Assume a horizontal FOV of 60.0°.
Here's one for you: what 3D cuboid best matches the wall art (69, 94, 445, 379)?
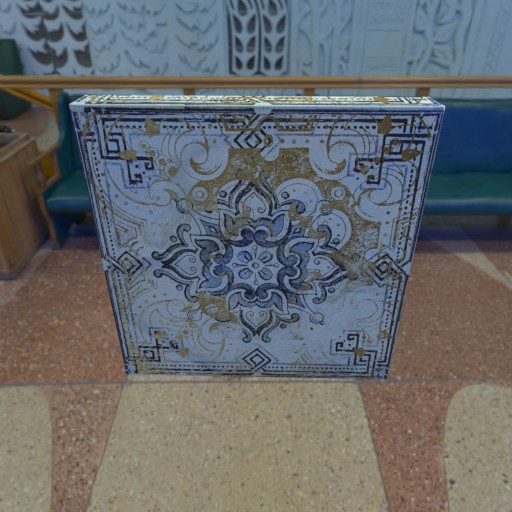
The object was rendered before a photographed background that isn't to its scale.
[{"bbox_3d":[0.000,0.000,0.450,0.302,0.306,0.038,1,31,1],"label":"wall art"}]
